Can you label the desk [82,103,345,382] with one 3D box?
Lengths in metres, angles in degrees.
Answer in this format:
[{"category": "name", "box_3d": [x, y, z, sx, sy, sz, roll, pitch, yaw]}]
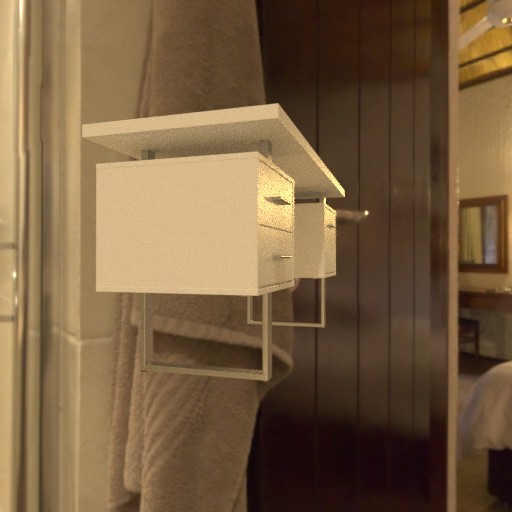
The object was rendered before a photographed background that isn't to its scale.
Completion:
[{"category": "desk", "box_3d": [0.000, 0.000, 1.953, 0.603, 0.773, 1.530, 0, 0, 18]}]
